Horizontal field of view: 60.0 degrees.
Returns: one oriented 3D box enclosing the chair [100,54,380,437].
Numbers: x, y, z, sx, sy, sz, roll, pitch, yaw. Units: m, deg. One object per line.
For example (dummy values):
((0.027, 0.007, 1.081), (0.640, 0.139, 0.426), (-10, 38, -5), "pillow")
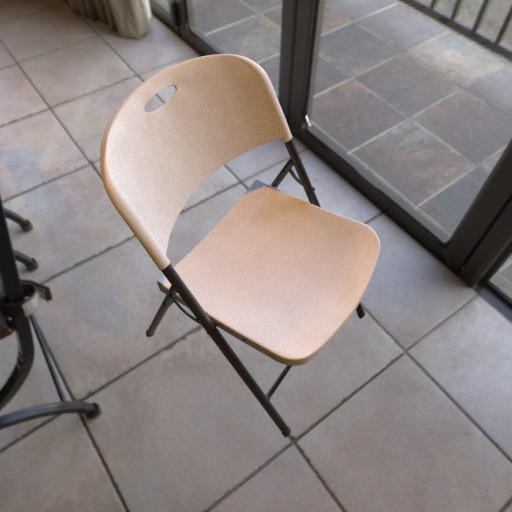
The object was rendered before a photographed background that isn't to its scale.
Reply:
((0.000, 0.000, 1.145), (0.566, 0.810, 0.494), (30, 61, 19), "chair")
